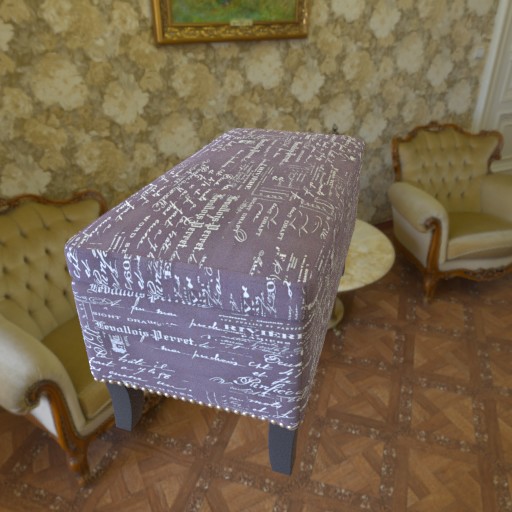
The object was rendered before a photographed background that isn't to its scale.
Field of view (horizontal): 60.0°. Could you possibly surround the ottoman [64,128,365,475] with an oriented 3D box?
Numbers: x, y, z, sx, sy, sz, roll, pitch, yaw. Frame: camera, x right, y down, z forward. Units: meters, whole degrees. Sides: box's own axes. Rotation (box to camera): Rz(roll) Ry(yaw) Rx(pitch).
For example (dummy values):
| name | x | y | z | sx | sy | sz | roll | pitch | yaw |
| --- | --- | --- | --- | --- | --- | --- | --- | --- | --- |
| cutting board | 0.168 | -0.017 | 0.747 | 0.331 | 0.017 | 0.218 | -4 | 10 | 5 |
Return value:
| name | x | y | z | sx | sy | sz | roll | pitch | yaw |
| --- | --- | --- | --- | --- | --- | --- | --- | --- | --- |
| ottoman | 0.000 | 0.000 | 1.068 | 0.406 | 0.457 | 0.813 | 9 | 31 | 15 |
